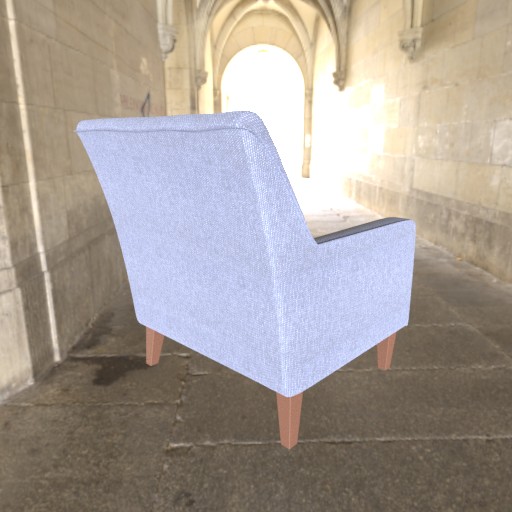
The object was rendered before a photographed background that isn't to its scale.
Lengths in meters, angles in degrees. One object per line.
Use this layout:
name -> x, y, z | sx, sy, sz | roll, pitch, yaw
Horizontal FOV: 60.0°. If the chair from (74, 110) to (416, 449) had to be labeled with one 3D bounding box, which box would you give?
chair -> 0.000, 0.000, 1.567 | 0.780, 0.919, 0.899 | 14, 20, 42
